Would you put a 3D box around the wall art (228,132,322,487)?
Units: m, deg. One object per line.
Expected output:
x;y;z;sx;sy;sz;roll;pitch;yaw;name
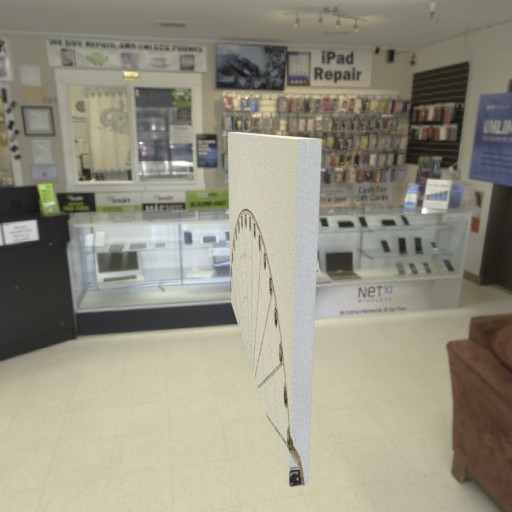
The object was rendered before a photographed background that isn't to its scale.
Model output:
0.000;0.000;1.134;0.038;0.601;0.898;-3;16;-9;wall art
